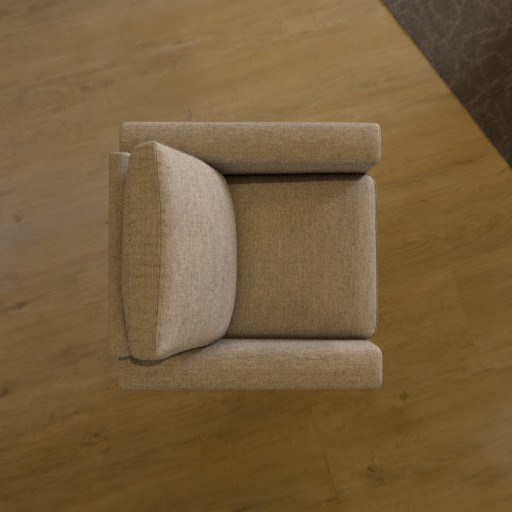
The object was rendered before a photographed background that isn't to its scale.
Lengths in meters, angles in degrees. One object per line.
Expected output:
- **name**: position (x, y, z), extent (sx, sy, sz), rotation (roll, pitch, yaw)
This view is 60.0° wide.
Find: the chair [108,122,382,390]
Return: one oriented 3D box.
- **chair**: position (0.000, 0.000, 1.874), extent (1.038, 1.010, 1.024), rotation (0, 89, -1)
